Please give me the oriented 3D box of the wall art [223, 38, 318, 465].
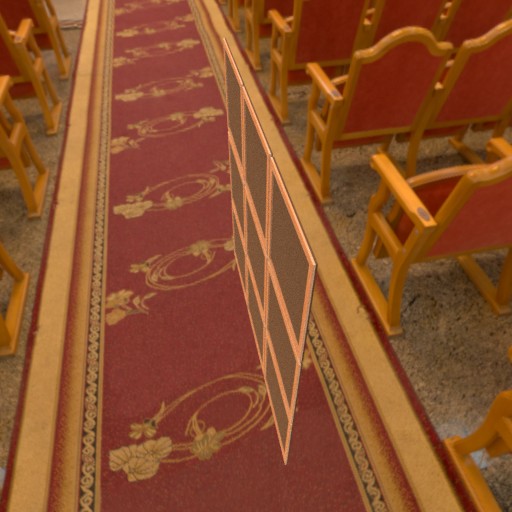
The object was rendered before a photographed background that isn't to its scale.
[{"bbox_3d":[0.000,0.000,2.211,0.013,1.525,1.520,-9,47,-8],"label":"wall art"}]
